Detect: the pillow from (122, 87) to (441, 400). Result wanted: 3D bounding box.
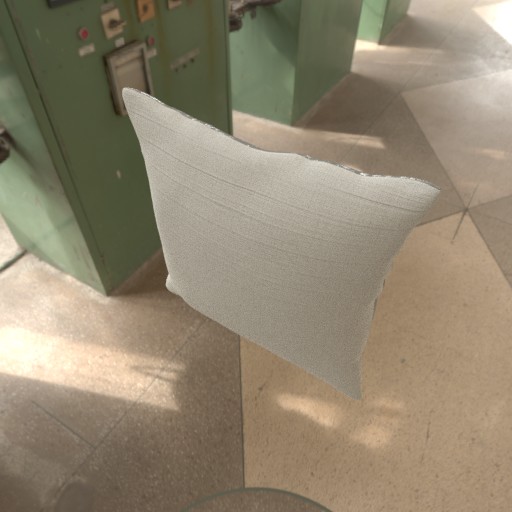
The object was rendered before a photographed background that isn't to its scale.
[{"bbox_3d":[0.000,0.000,0.728,0.470,0.464,0.175,25,52,22],"label":"pillow"}]
